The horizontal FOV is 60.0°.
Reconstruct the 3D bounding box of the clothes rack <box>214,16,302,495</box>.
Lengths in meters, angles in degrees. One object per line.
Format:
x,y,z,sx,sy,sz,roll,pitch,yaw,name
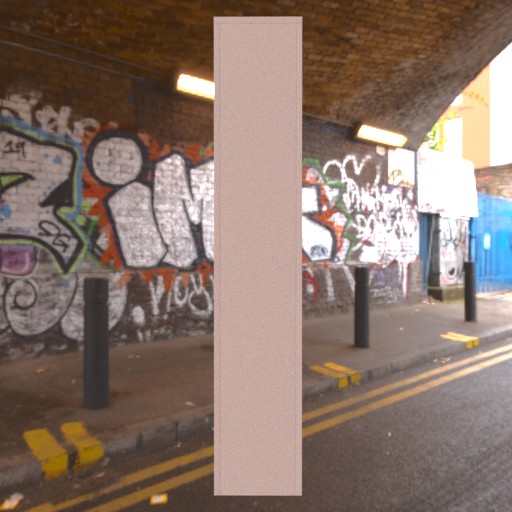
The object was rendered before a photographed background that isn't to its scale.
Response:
0.000,0.000,1.560,0.250,1.280,0.750,0,1,0,clothes rack
